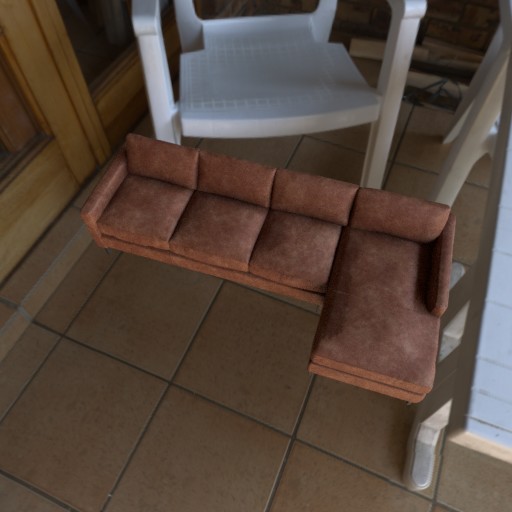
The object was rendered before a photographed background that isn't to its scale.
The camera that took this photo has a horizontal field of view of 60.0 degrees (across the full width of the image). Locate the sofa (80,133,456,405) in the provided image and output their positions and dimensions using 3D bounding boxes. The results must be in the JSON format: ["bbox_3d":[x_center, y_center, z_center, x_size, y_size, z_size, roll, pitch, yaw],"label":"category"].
[{"bbox_3d":[0.000,0.000,3.662,2.993,0.859,1.471,15,58,9],"label":"sofa"}]
